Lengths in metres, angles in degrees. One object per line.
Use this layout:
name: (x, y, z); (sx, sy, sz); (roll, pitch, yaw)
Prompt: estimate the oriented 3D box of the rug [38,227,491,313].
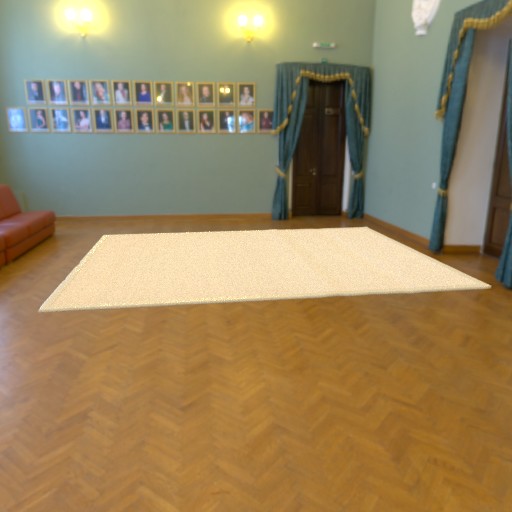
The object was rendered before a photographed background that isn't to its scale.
rug: (0.000, 0.000, 4.805); (3.659, 0.037, 2.734); (-2, 15, -8)
